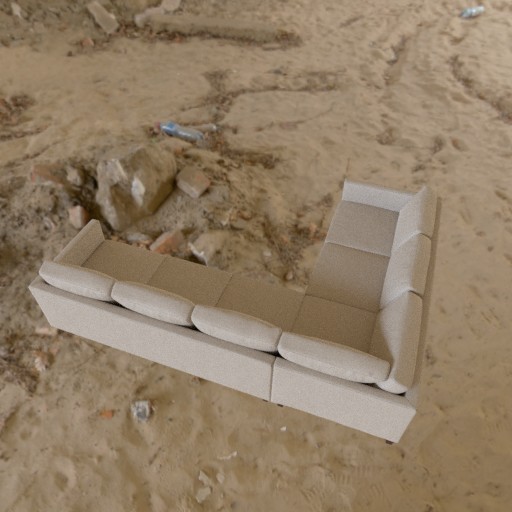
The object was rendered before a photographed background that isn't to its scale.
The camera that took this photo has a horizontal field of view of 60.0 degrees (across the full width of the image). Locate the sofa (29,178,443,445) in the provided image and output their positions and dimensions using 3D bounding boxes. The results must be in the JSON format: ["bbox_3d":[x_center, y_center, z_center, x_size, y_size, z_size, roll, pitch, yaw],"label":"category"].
[{"bbox_3d":[0.000,0.000,4.274,3.182,0.863,2.432,15,48,14],"label":"sofa"}]
